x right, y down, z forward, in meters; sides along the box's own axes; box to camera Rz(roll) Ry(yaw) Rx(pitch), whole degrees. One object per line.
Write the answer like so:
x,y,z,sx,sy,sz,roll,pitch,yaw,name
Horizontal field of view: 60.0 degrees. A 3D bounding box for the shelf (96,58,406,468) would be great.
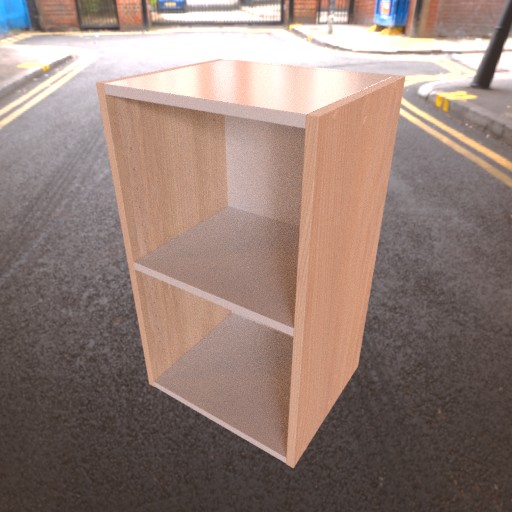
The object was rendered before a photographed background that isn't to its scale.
0.000,0.000,0.799,0.350,0.600,0.290,19,36,28,shelf
